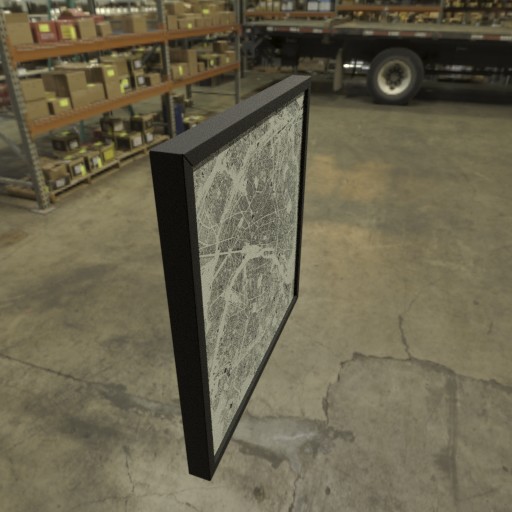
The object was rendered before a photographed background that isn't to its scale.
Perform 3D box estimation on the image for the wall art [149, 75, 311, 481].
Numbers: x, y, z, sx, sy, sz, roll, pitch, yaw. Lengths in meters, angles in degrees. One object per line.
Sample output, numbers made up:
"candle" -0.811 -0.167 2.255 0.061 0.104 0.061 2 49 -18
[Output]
"wall art" 0.000 0.000 0.756 0.037 0.508 0.508 10 32 17
